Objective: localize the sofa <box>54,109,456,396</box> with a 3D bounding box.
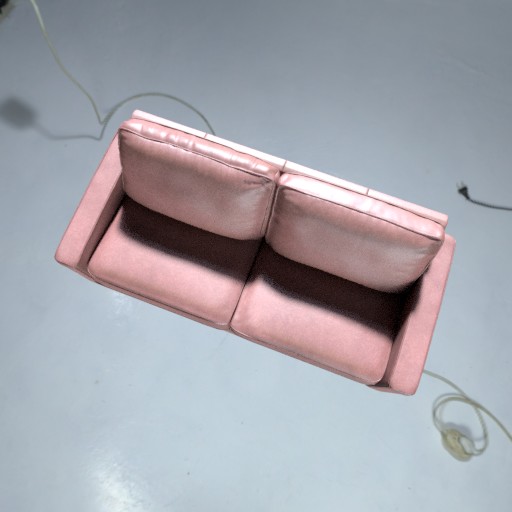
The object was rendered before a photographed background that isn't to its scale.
[{"bbox_3d":[0.000,0.000,2.572,2.080,0.919,0.940,20,76,5],"label":"sofa"}]
